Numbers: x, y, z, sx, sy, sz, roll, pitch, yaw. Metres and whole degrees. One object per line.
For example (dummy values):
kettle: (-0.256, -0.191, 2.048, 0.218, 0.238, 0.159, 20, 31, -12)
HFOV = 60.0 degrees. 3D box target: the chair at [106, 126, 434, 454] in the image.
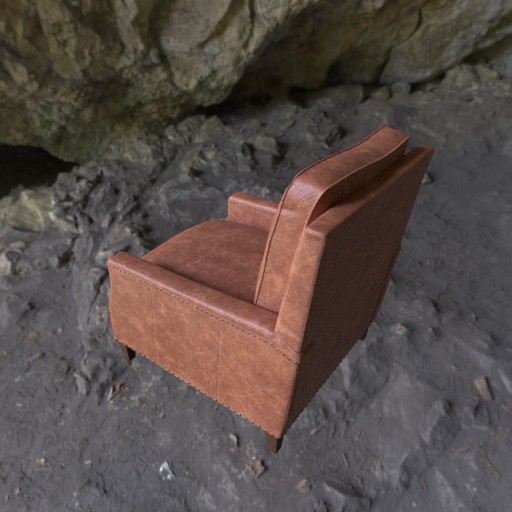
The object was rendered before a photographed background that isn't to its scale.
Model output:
chair: (0.000, 0.000, 1.837, 1.035, 1.054, 0.854, 21, 37, 30)
